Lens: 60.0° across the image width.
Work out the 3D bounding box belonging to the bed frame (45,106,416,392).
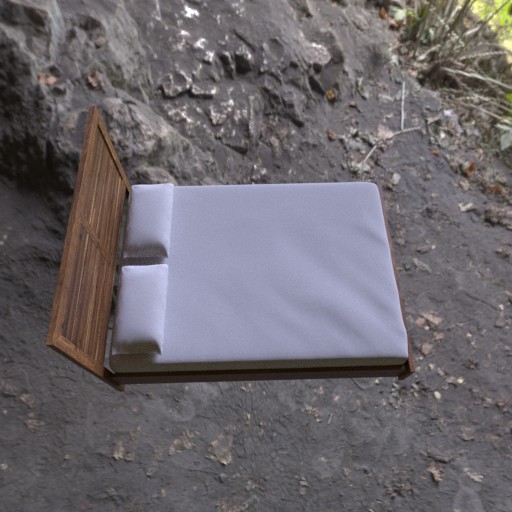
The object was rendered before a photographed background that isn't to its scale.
[{"bbox_3d":[0.000,0.000,3.362,2.276,1.417,1.696,-1,63,-1],"label":"bed frame"}]
